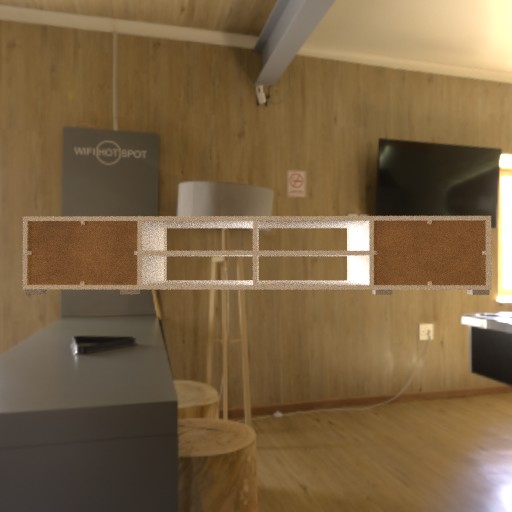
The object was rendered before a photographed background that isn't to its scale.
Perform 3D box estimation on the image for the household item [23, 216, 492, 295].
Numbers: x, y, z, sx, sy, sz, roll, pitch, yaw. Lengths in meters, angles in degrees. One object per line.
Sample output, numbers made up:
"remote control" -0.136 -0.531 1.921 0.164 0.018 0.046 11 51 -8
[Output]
"household item" 0.000 0.000 1.960 1.850 0.310 0.420 0 -1 1
